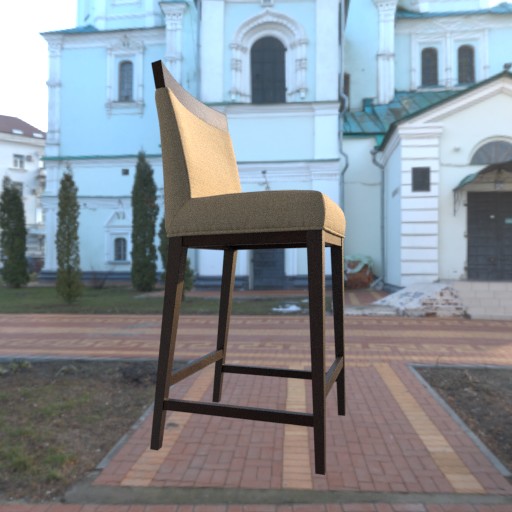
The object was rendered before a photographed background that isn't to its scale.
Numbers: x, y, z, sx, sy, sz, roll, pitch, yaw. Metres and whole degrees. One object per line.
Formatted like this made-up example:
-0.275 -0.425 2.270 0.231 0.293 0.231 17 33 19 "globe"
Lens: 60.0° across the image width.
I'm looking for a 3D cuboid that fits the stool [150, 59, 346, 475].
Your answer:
0.000 0.000 1.435 0.531 1.117 0.511 0 -1 18 "stool"
